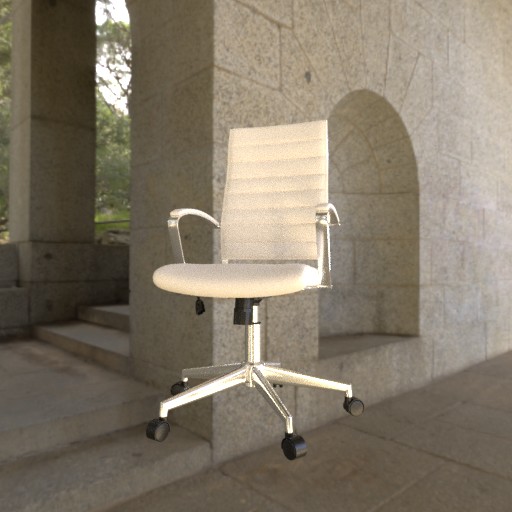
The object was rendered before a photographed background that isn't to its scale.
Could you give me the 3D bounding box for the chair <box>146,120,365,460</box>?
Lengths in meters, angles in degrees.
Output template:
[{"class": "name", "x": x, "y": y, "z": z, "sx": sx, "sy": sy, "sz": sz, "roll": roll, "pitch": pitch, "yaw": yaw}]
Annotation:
[{"class": "chair", "x": 0.000, "y": 0.000, "z": 1.636, "sx": 0.766, "sy": 1.149, "sz": 0.739, "roll": 0, "pitch": -1, "yaw": 18}]
